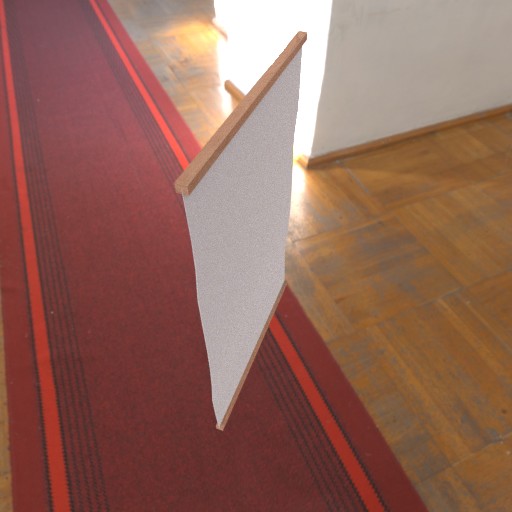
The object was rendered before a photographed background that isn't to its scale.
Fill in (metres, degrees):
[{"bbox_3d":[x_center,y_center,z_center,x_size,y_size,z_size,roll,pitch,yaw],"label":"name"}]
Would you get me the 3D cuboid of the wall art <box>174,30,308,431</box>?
[{"bbox_3d":[0.000,0.000,0.647,0.012,0.508,0.332,16,50,14],"label":"wall art"}]
